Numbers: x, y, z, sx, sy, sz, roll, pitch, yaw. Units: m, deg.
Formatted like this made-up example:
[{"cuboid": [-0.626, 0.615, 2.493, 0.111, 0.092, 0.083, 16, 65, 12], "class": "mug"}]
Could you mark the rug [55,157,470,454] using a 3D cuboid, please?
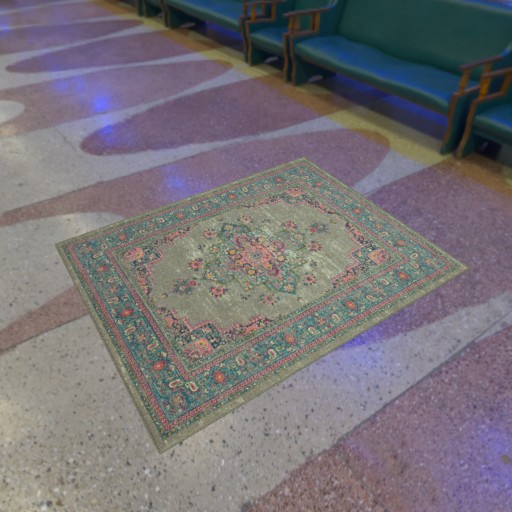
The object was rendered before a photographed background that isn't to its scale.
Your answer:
[{"cuboid": [0.000, 0.000, 4.148, 3.057, 0.013, 2.434, -24, 47, -24], "class": "rug"}]
